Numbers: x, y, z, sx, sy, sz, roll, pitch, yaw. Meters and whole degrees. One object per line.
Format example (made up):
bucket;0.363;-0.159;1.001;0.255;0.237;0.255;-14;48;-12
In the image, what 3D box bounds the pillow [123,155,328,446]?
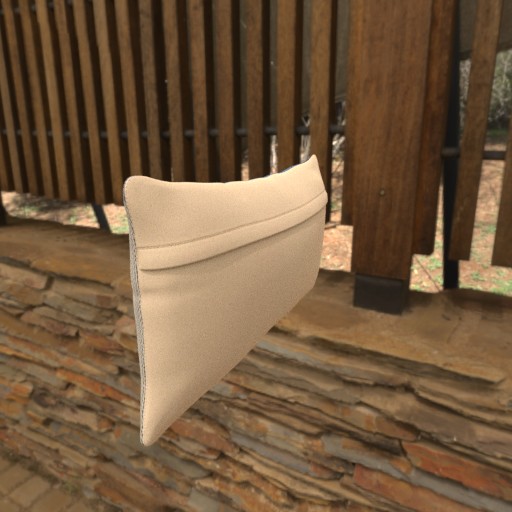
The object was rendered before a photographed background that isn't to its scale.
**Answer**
pillow;0.000;0.000;0.726;0.148;0.307;0.604;7;17;24
